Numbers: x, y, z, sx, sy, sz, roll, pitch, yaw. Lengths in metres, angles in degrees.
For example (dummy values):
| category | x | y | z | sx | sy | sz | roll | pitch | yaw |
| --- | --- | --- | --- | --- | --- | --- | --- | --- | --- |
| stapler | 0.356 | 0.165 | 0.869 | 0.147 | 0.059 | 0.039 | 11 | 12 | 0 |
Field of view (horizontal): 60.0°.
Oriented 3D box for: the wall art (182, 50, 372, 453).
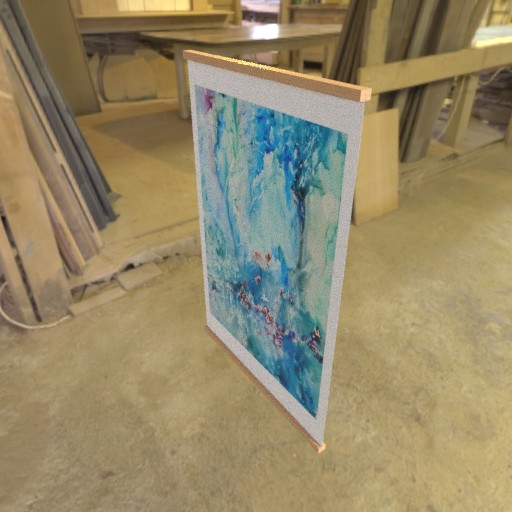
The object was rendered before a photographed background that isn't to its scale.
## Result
| category | x | y | z | sx | sy | sz | roll | pitch | yaw |
| --- | --- | --- | --- | --- | --- | --- | --- | --- | --- |
| wall art | 0.000 | 0.000 | 1.892 | 0.040 | 1.510 | 0.991 | -20 | 37 | -30 |
